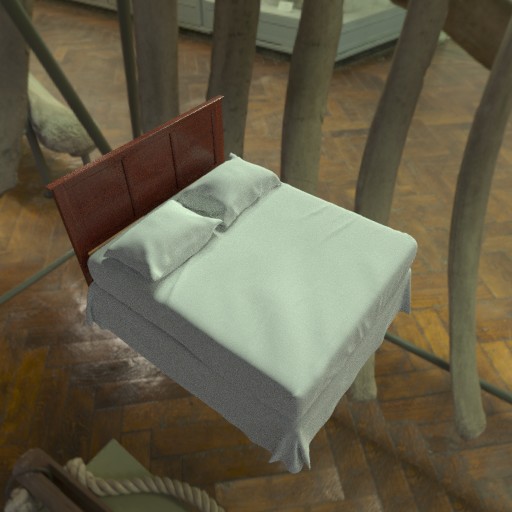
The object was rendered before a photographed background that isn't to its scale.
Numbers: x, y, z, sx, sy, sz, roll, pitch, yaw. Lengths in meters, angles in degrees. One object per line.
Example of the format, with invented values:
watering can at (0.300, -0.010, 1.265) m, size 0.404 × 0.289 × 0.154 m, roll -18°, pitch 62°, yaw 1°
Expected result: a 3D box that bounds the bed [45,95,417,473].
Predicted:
bed at (0.000, 0.000, 3.201) m, size 2.050 × 1.270 × 1.870 m, roll 28°, pitch 50°, yaw 26°
